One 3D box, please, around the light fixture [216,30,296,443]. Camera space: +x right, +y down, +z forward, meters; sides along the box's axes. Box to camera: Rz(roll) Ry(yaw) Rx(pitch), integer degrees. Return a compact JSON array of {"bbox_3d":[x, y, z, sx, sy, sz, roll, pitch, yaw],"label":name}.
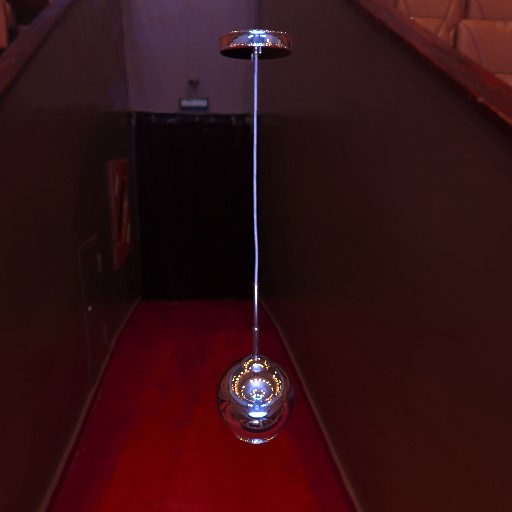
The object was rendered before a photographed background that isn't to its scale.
[{"bbox_3d":[0.000,0.000,1.712,0.336,1.538,0.336,-2,15,-9],"label":"light fixture"}]
